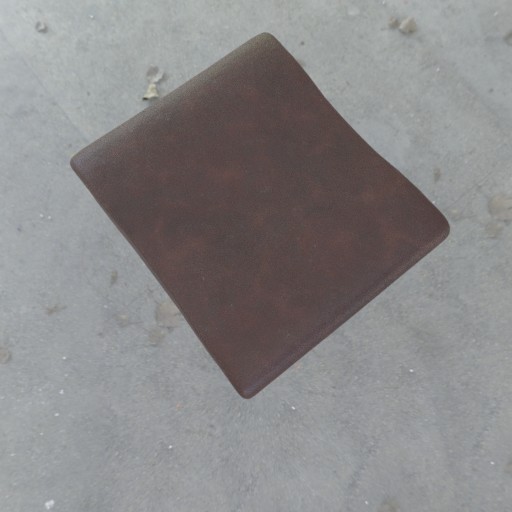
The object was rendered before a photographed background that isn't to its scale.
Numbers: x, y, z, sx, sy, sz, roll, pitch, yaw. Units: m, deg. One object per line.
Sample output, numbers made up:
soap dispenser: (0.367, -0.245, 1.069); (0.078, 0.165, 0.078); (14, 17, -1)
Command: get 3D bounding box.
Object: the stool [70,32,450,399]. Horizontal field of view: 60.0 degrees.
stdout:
stool: (0.000, 0.000, 1.030); (0.401, 0.769, 0.465); (-37, 78, -9)
